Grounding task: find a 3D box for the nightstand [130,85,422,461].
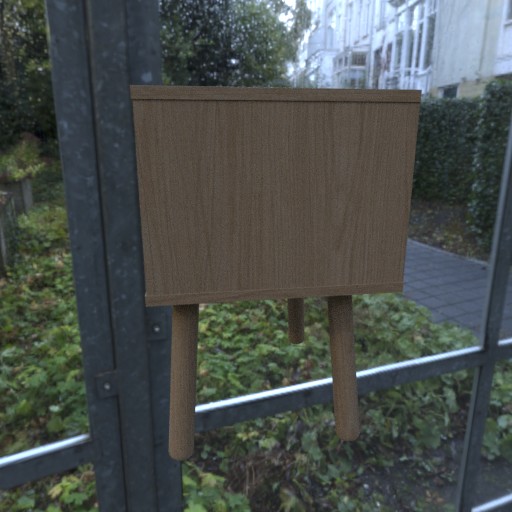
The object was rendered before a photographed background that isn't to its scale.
[{"bbox_3d":[0.000,0.000,0.857,0.380,0.571,0.450,-2,16,-9],"label":"nightstand"}]
